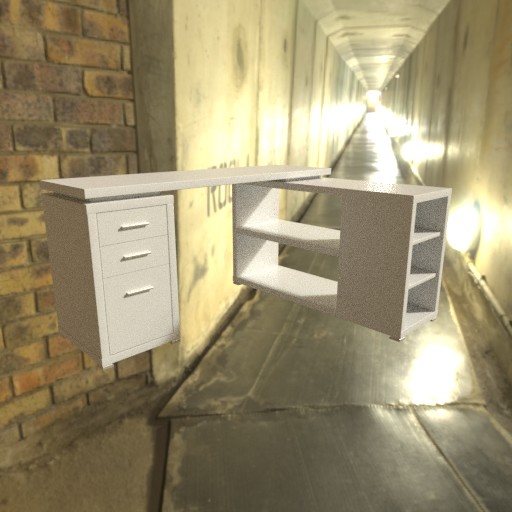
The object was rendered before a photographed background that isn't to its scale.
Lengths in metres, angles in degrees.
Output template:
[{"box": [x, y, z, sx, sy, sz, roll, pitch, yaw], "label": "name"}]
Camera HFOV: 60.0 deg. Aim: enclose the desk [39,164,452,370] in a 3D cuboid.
[{"box": [0.000, 0.000, 2.167, 1.524, 0.753, 1.200, -14, 21, -42], "label": "desk"}]
